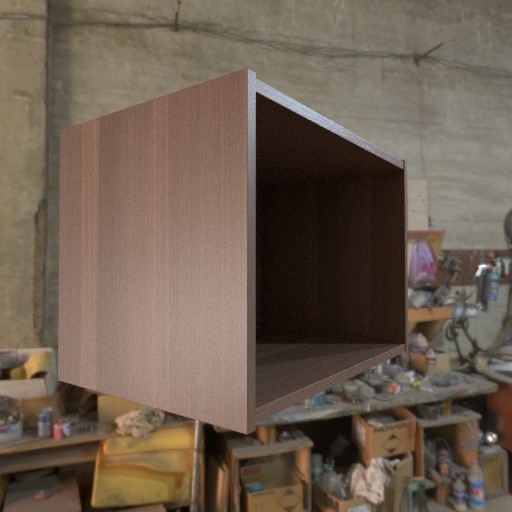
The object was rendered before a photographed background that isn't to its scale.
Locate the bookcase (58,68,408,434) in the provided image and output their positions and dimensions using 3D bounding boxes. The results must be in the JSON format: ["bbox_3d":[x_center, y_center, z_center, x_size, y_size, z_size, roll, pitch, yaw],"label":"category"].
[{"bbox_3d":[0.000,0.000,0.621,0.290,0.305,0.415,-1,-1,37],"label":"bookcase"}]
